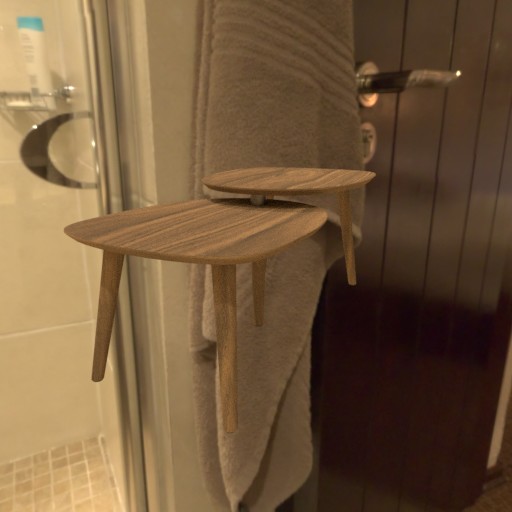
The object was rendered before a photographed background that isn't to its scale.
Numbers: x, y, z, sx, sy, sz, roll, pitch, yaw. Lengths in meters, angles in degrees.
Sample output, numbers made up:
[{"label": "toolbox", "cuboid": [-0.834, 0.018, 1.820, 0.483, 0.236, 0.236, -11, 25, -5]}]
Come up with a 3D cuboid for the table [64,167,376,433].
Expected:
[{"label": "table", "cuboid": [0.000, 0.000, 1.319, 0.527, 0.429, 1.084, 8, 18, 25]}]
